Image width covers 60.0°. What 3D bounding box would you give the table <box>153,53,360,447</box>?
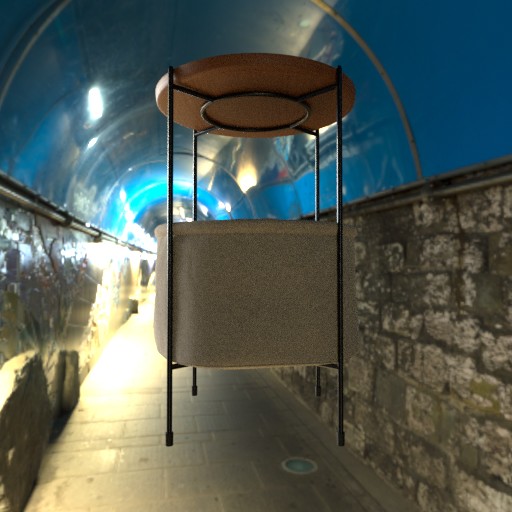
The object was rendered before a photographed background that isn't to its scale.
[{"bbox_3d":[0.000,0.000,0.868,0.393,0.623,0.393,0,-1,0],"label":"table"}]
